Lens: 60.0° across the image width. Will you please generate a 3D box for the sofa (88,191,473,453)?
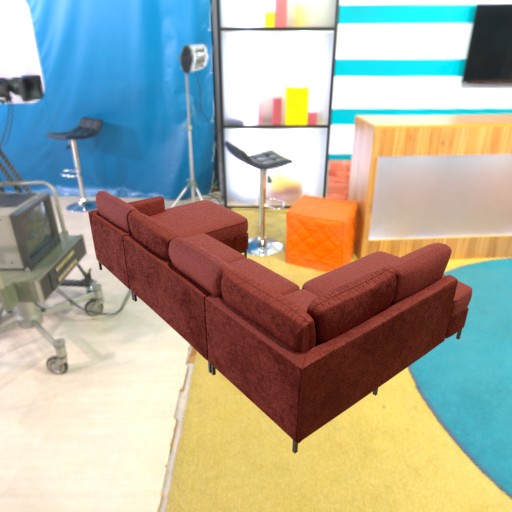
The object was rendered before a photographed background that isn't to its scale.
[{"bbox_3d":[0.000,0.000,4.402,2.055,0.992,3.434,-19,32,-34],"label":"sofa"}]
